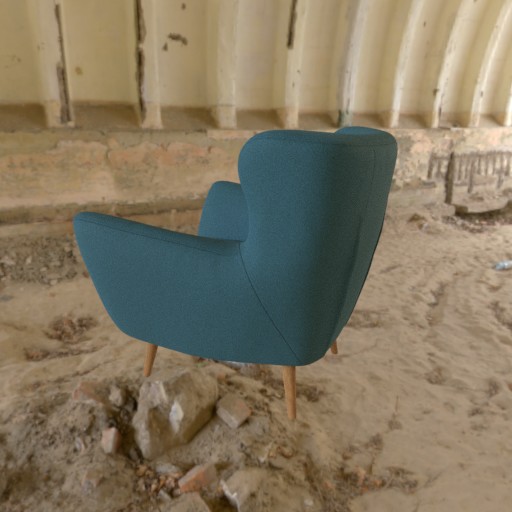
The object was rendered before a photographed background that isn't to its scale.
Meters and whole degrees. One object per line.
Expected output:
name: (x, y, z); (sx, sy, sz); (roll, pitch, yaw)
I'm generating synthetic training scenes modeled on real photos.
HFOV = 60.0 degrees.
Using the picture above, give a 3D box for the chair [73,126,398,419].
chair: (0.000, 0.000, 1.592); (0.889, 0.889, 0.890); (8, 19, 25)
